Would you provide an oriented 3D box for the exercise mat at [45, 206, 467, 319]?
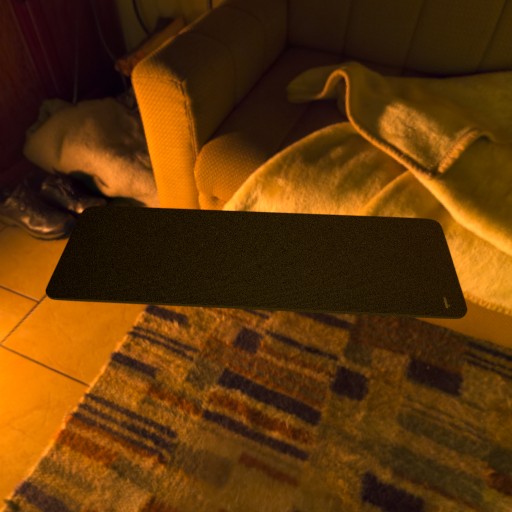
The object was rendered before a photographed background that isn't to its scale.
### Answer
[{"bbox_3d":[0.000,0.000,2.124,1.869,0.021,0.616,2,47,2],"label":"exercise mat"}]
